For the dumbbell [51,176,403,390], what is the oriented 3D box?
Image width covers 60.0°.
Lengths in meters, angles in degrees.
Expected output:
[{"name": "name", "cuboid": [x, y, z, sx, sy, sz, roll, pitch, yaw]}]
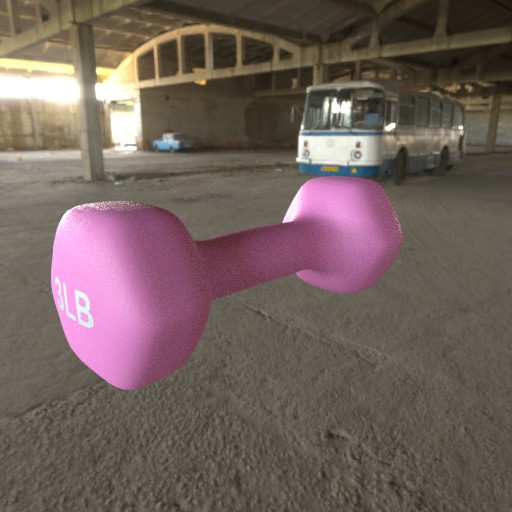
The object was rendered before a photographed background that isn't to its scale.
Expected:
[{"name": "dumbbell", "cuboid": [0.000, 0.000, 0.189, 0.159, 0.058, 0.064, -15, 21, -42]}]
